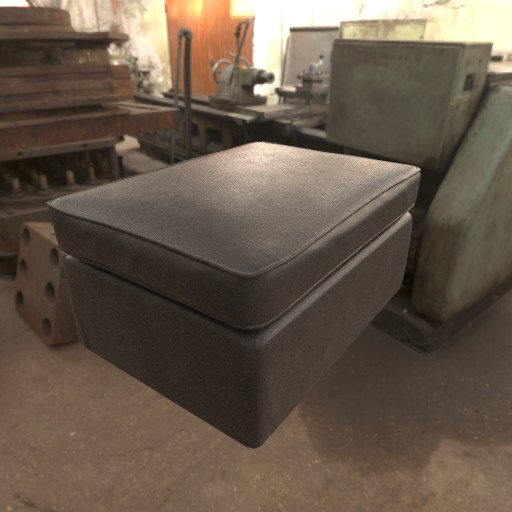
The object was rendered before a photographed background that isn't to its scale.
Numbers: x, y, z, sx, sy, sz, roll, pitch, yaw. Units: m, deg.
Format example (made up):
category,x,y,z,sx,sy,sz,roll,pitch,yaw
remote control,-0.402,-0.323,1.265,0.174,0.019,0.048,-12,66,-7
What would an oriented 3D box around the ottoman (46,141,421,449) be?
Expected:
category,x,y,z,sx,sy,sz,roll,pitch,yaw
ottoman,0.000,0.000,1.115,0.554,0.445,0.756,18,31,32
